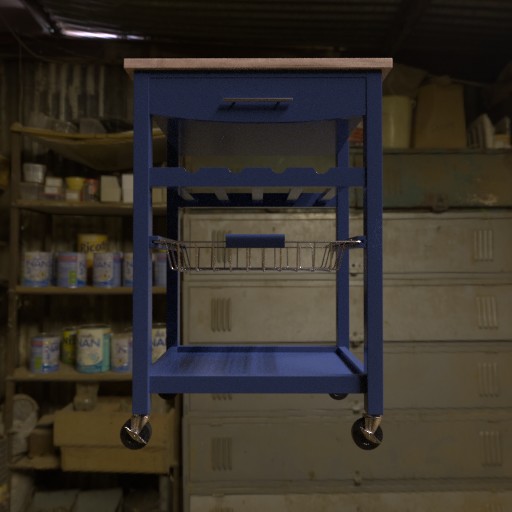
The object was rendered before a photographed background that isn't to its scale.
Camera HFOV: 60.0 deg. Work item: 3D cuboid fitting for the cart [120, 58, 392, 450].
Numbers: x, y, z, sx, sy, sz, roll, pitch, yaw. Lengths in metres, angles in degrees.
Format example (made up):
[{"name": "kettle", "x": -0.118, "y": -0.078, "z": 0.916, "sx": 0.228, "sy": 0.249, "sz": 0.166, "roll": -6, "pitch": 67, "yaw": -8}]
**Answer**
[{"name": "cart", "x": 0.000, "y": 0.000, "z": 1.138, "sx": 0.584, "sy": 0.839, "sz": 0.403, "roll": 0, "pitch": -1, "yaw": 0}]
